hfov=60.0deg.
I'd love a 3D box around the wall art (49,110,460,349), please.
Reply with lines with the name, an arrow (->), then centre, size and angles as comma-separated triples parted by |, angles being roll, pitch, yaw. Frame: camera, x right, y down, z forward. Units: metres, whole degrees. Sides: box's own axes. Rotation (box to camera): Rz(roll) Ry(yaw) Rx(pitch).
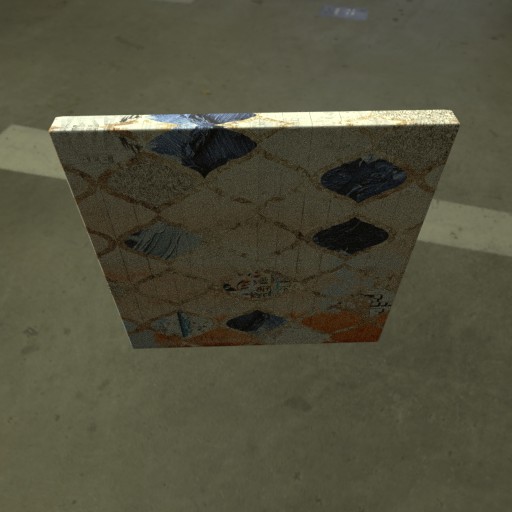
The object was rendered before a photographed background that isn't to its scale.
wall art -> 0.000, 0.000, 0.741 | 0.507, 0.508, 0.038 | -1, 47, -1
